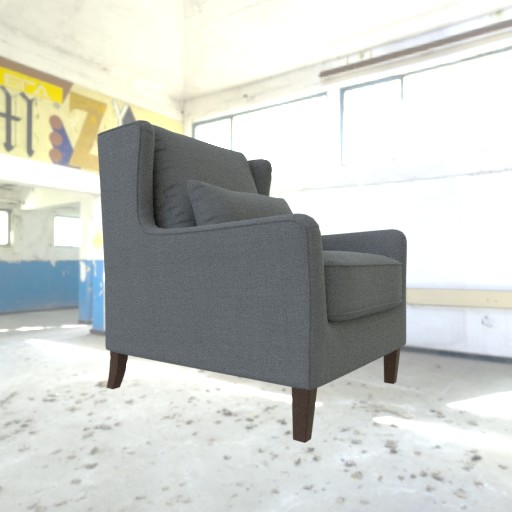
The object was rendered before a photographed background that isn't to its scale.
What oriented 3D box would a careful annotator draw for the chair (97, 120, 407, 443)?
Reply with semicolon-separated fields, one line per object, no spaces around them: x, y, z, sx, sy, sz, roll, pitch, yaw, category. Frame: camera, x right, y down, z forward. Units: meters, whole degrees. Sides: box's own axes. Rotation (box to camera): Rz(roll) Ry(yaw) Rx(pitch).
0.000;0.000;1.813;1.040;1.056;0.866;0;-1;36;chair
